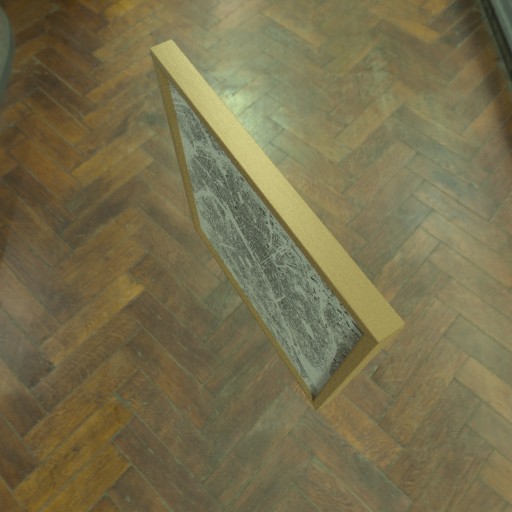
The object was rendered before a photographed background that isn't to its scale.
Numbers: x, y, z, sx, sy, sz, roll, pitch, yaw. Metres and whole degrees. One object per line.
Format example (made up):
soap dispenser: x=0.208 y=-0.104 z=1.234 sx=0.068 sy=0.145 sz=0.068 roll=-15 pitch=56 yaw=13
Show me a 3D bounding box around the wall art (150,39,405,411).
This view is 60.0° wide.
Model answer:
wall art: x=0.000 y=0.000 z=0.768 sx=0.036 sy=0.509 sz=0.509 roll=-30 pitch=67 yaw=-14
